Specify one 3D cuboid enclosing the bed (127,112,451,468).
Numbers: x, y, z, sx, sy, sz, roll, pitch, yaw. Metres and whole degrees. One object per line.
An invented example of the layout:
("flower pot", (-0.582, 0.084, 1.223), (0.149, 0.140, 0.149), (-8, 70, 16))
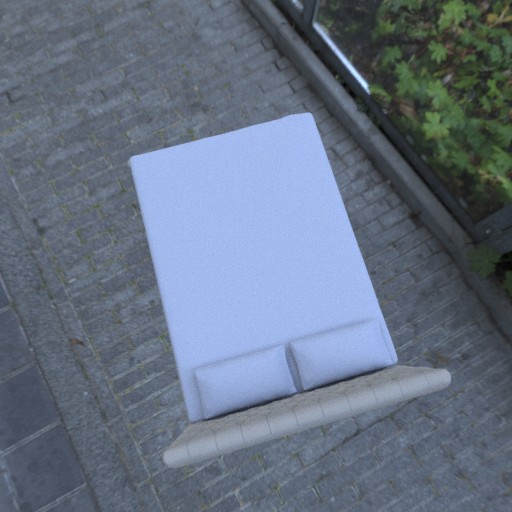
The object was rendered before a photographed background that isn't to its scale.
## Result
("bed", (0.000, 0.000, 3.400), (1.698, 1.427, 2.387), (-15, 78, -3))
